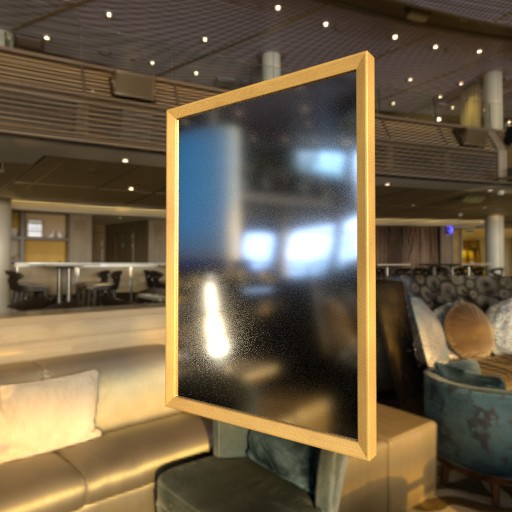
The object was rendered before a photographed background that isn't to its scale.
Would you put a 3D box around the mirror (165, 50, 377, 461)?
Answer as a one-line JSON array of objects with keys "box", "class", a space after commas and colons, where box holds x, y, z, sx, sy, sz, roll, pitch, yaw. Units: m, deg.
[{"box": [0.000, 0.000, 0.930, 0.507, 0.710, 0.039, -1, -1, 36], "class": "mirror"}]
